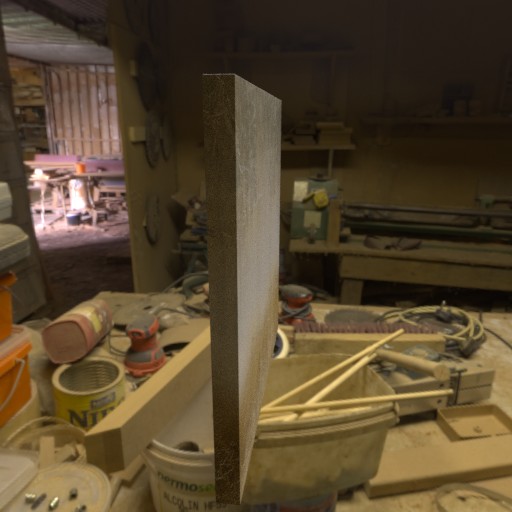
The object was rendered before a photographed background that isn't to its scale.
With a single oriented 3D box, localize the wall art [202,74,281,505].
[{"bbox_3d":[0.000,0.000,0.879,0.038,0.610,0.610,2,17,8],"label":"wall art"}]
